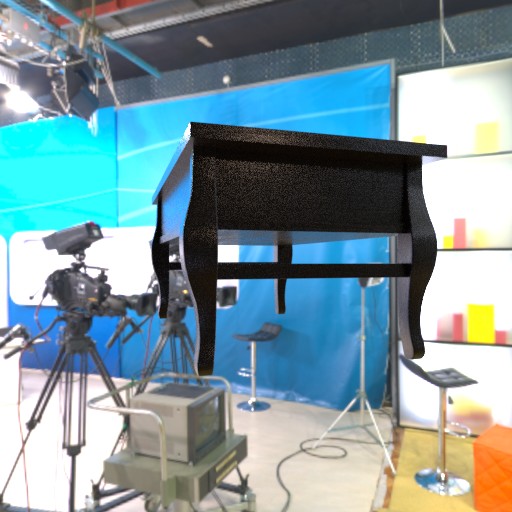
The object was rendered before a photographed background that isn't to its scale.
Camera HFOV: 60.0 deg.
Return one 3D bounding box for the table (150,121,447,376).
[{"bbox_3d":[0.000,0.000,1.423,0.600,0.494,1.062,0,-1,-17],"label":"table"}]
